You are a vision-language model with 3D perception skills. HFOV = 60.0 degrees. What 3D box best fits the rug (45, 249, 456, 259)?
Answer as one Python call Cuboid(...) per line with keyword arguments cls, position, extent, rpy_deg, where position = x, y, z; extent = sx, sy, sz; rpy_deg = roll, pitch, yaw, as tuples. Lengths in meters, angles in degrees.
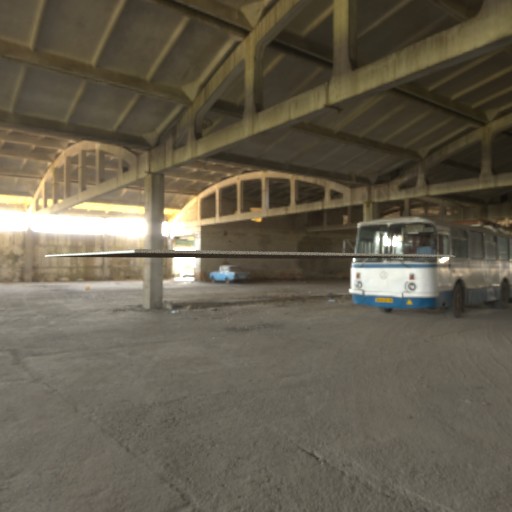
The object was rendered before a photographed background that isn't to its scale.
Cuboid(cls="rug", position=(0.000, 0.000, 3.547), extent=(2.746, 0.018, 1.819), rpy_deg=(1, -1, -37))
